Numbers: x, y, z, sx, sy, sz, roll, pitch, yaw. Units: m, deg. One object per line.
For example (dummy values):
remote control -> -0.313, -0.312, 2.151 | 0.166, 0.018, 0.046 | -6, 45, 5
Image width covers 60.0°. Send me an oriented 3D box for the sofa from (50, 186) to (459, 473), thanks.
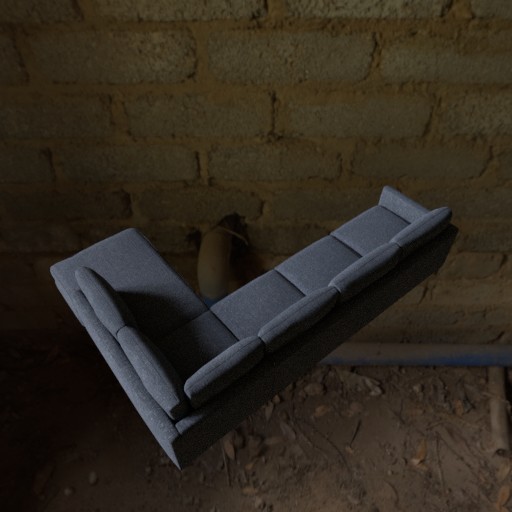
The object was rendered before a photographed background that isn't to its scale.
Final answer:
sofa -> 0.000, 0.000, 3.860 | 2.949, 0.815, 2.007 | -30, 54, -25
